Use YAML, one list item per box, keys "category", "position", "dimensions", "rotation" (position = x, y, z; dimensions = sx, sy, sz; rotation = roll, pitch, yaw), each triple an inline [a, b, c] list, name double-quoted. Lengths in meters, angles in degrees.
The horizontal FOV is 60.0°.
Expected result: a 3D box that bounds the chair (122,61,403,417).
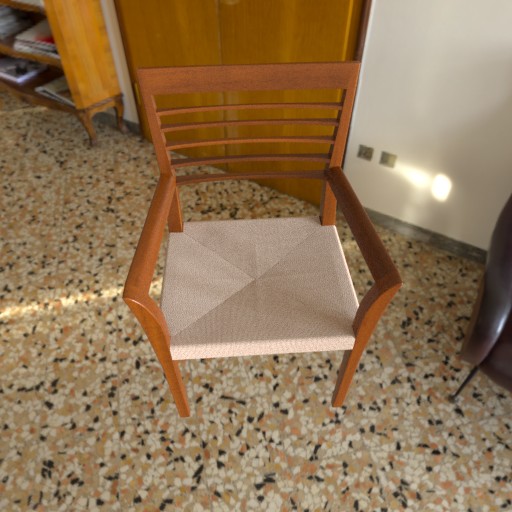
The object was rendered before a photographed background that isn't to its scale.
- category: "chair"
  position: [0.000, 0.000, 1.233]
  dimensions: [0.587, 0.855, 0.540]
  rotation: [-3, 46, -3]
